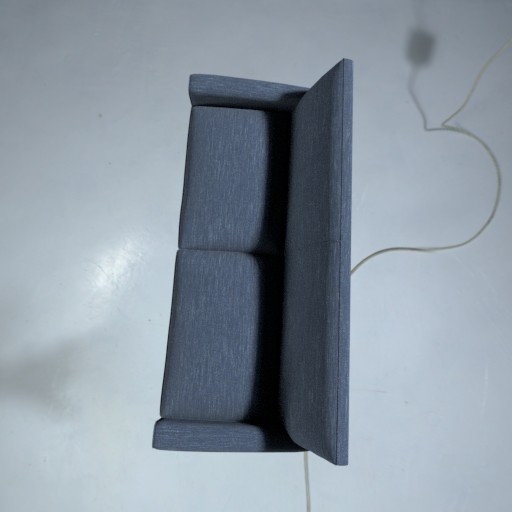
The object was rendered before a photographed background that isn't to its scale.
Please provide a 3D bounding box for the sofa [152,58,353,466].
[{"bbox_3d":[0.000,0.000,2.431,0.875,0.846,1.976,3,78,1],"label":"sofa"}]
